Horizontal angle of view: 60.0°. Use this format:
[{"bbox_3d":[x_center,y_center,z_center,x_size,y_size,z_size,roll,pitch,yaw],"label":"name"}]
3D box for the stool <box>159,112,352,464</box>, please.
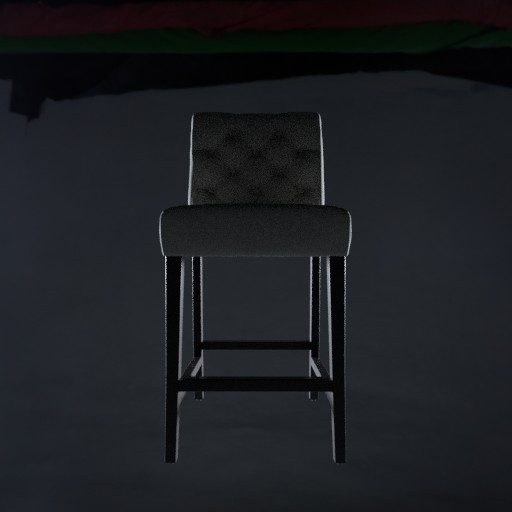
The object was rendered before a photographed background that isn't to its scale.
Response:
[{"bbox_3d":[0.000,0.000,1.388,0.493,1.040,0.601,0,1,0],"label":"stool"}]
